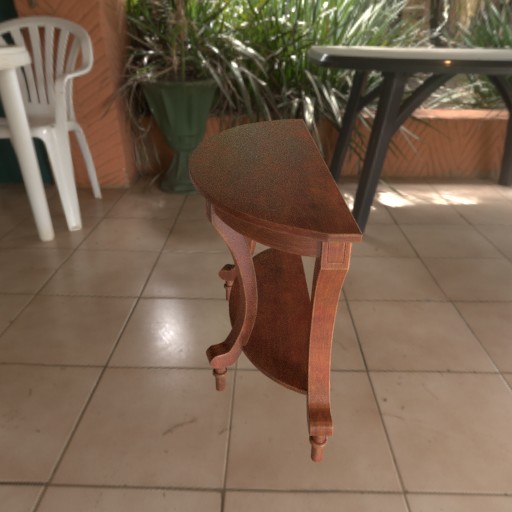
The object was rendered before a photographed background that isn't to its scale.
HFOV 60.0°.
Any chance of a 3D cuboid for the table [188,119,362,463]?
[{"bbox_3d":[0.000,0.000,1.509,0.394,0.699,1.198,0,27,0],"label":"table"}]
